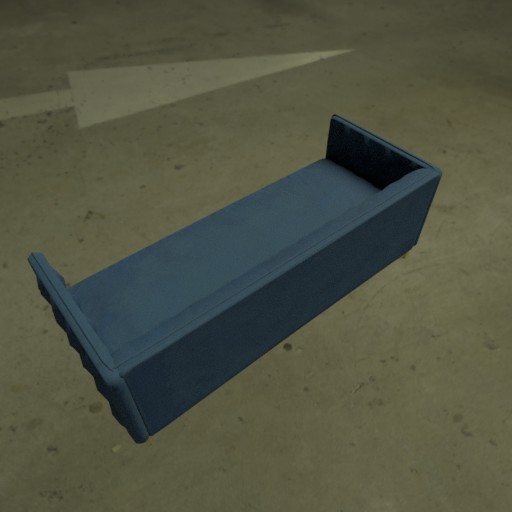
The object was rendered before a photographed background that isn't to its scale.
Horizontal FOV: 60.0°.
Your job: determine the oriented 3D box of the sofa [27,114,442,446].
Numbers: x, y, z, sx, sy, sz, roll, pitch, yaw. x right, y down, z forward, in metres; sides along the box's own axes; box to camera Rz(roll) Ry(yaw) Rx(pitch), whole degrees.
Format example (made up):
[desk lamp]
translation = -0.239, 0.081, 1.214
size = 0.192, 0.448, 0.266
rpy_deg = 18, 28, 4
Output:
[sofa]
translation = 0.000, 0.000, 2.635
size = 2.209, 0.771, 0.895
rpy_deg = -31, 53, -26
